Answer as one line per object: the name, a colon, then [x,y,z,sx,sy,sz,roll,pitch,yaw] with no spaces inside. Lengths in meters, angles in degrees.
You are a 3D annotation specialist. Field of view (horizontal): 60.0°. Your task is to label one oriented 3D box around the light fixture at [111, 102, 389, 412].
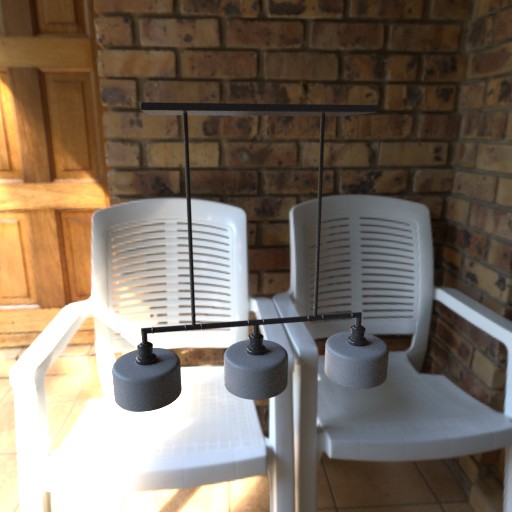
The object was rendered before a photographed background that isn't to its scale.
light fixture: [0.000,0.000,0.872,0.582,0.557,0.177,-3,16,-10]
